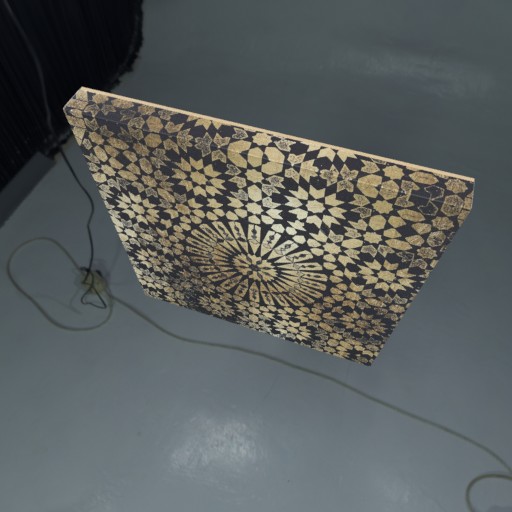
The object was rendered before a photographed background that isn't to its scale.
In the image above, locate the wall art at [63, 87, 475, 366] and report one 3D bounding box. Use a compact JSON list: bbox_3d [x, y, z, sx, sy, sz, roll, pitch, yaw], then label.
[{"bbox_3d":[0.000,0.000,0.596,0.405,0.405,0.038,16,58,10],"label":"wall art"}]
